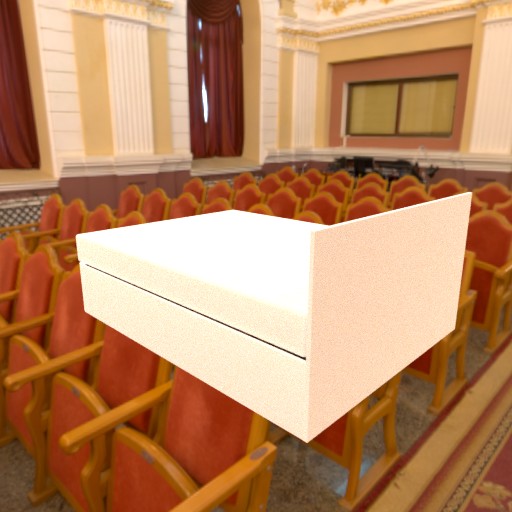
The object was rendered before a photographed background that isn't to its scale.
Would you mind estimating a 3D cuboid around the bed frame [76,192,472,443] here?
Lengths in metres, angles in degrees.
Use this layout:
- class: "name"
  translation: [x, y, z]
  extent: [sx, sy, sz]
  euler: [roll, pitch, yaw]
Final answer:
- class: "bed frame"
  translation: [0.000, 0.000, 2.658]
  extent: [1.900, 0.800, 1.400]
  euler: [14, 21, 42]
